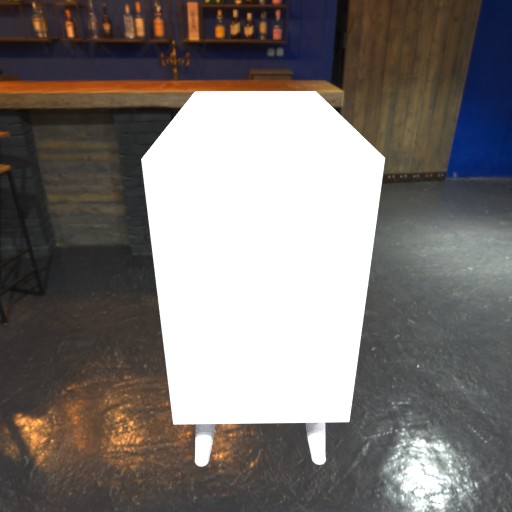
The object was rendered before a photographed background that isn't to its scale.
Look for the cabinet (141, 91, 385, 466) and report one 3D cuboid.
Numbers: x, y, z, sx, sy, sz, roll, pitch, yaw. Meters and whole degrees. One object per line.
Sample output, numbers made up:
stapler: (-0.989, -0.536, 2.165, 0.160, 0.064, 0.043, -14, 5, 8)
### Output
cabinet: (0.000, 0.000, 1.229, 0.398, 0.761, 0.800, 0, 27, -1)
